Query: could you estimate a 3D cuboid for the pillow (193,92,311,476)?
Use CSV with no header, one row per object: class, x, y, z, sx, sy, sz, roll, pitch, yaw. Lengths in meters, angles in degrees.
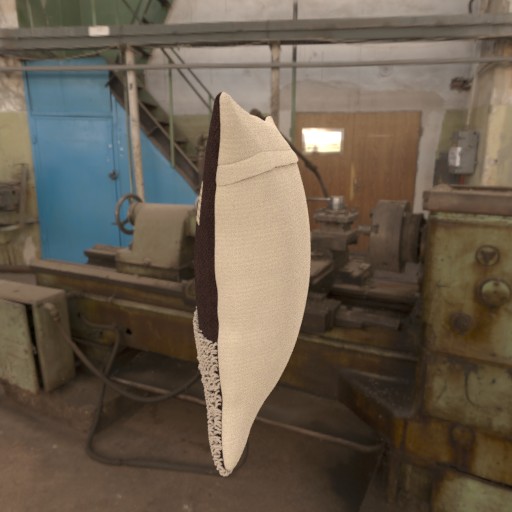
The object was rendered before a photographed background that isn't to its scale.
pillow,0.000,0.000,0.733,0.178,0.473,0.475,2,14,9
